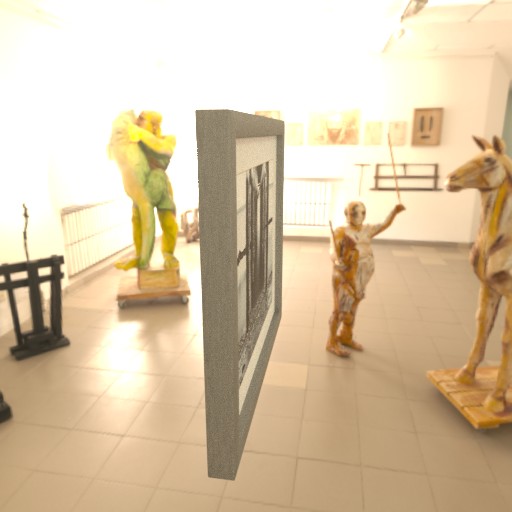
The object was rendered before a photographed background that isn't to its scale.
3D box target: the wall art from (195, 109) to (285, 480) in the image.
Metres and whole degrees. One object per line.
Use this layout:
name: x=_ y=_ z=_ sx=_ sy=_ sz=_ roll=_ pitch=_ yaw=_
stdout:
wall art: x=0.000 y=0.000 z=0.551 sx=0.028 sy=0.330 sz=0.380 roll=3 pitch=16 yaw=9
